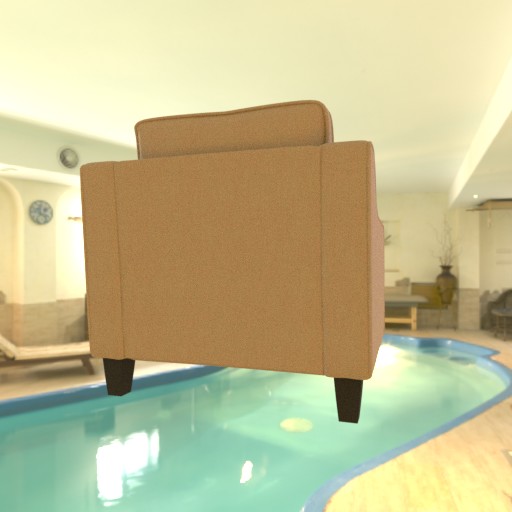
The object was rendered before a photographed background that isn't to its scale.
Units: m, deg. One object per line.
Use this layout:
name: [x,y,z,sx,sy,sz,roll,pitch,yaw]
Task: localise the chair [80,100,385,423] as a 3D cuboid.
chair: [0.000,0.000,1.705,0.922,0.948,0.882,0,0,18]
